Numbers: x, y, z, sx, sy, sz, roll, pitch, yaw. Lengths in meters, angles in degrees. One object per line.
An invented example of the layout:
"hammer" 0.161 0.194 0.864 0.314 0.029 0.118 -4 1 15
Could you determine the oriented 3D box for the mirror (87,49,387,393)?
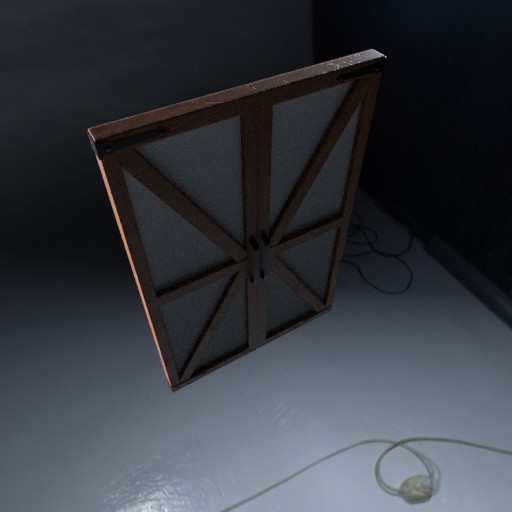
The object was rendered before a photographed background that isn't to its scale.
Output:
"mirror" 0.000 0.000 0.967 0.517 0.761 0.053 -24 52 -20
